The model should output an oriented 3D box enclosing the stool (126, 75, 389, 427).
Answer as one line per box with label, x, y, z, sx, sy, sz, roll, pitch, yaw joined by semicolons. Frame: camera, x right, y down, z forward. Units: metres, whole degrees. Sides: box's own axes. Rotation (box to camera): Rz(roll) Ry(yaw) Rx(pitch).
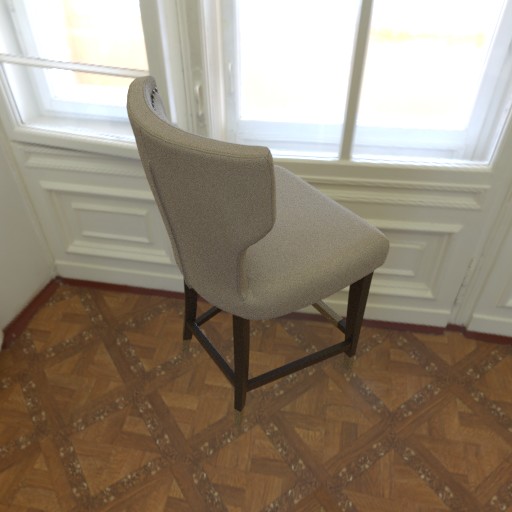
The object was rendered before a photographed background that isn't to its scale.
stool;0.000;0.000;1.312;0.563;0.982;0.527;-25;47;-26
